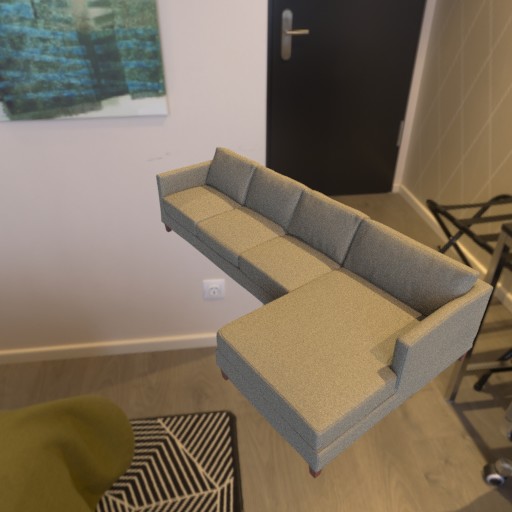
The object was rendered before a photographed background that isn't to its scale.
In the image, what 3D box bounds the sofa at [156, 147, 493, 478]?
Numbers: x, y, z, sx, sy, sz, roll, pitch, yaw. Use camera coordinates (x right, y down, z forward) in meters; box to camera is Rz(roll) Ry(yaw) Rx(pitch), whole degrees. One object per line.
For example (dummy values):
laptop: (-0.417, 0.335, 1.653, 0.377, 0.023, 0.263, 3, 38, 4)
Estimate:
sofa: (0.000, 0.000, 3.759, 1.625, 0.861, 3.186, -22, 39, -31)
